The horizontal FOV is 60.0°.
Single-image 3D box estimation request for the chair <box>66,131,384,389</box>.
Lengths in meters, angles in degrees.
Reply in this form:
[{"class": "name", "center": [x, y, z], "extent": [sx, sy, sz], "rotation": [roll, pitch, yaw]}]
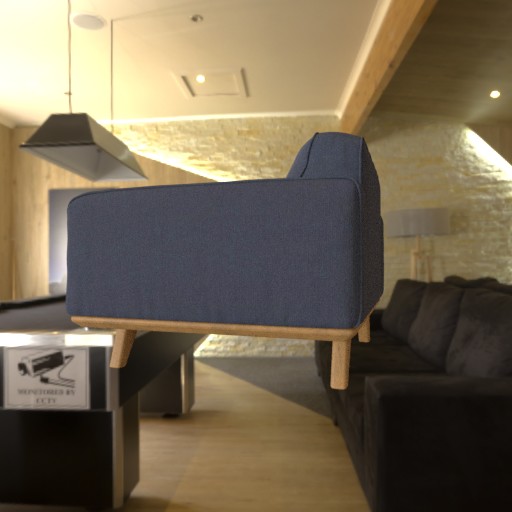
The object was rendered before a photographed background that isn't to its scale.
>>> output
[{"class": "chair", "center": [0.000, 0.000, 1.799], "extent": [0.953, 0.783, 1.118], "rotation": [0, -1, 19]}]
